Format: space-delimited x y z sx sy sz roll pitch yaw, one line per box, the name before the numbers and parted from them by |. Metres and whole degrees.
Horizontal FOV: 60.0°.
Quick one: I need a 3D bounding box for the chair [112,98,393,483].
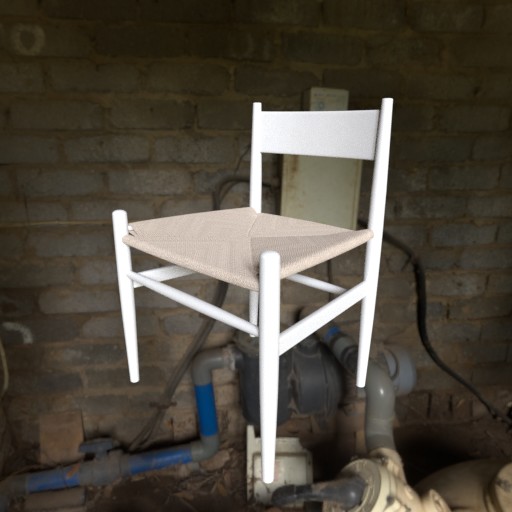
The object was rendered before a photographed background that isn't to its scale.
chair | 0.000 0.000 1.135 0.556 0.762 0.495 16 23 42
